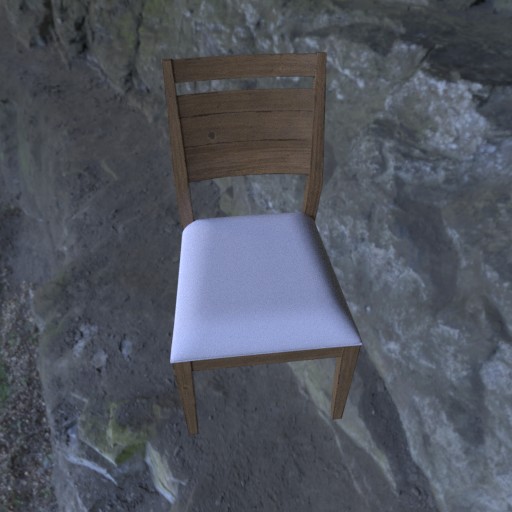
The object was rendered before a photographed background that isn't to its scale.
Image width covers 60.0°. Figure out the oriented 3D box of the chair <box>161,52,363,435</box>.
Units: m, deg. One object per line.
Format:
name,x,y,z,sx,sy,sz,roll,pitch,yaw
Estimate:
chair,0.000,0.000,1.289,0.497,0.939,0.610,-4,46,-4
